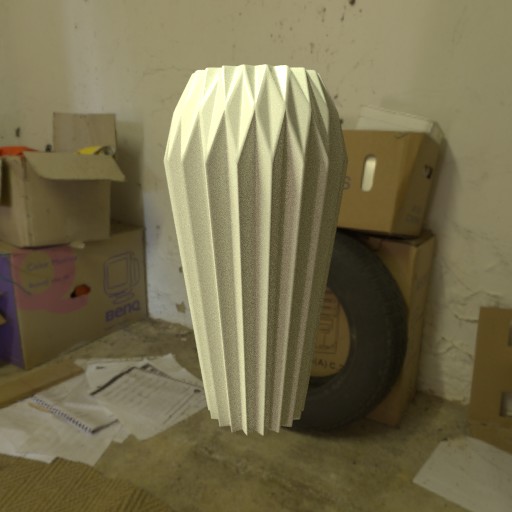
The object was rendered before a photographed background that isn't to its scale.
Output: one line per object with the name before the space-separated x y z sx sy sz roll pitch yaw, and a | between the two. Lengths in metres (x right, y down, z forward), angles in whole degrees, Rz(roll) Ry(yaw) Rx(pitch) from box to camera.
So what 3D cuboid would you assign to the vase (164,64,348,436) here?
vase | 0.000 0.000 0.344 0.133 0.263 0.133 0 14 0
